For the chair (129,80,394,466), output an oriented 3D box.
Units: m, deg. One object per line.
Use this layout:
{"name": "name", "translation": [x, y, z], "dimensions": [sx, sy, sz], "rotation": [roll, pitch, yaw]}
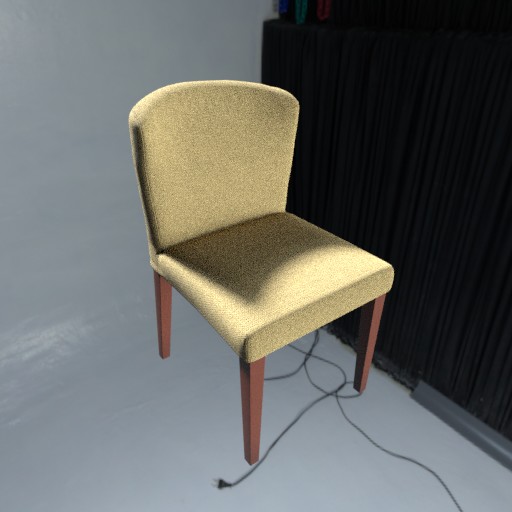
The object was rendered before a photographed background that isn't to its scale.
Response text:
{"name": "chair", "translation": [0.000, 0.000, 1.216], "dimensions": [0.491, 0.839, 0.589], "rotation": [-20, 35, -31]}
